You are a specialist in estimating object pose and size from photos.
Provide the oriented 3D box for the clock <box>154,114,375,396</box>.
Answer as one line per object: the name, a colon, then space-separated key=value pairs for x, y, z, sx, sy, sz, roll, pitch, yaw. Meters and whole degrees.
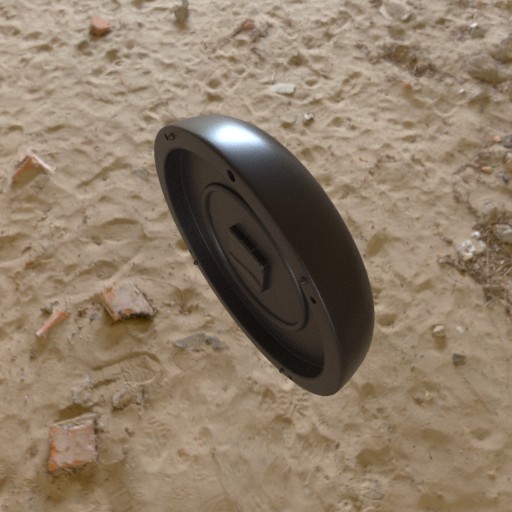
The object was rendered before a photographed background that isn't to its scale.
clock: x=0.000 y=0.000 z=0.450 sx=0.060 sy=0.300 sz=0.300 roll=-33 pitch=63 yaw=-19
